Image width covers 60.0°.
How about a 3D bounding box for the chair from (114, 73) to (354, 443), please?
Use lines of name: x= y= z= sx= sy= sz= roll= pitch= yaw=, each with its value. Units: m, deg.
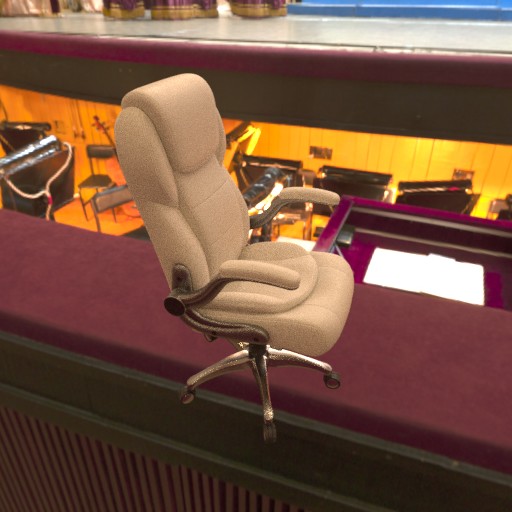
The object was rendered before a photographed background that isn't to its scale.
chair: x=0.000 y=0.000 z=1.819 sx=0.806 sy=1.330 sz=0.755 roll=10 pitch=33 yaw=17
